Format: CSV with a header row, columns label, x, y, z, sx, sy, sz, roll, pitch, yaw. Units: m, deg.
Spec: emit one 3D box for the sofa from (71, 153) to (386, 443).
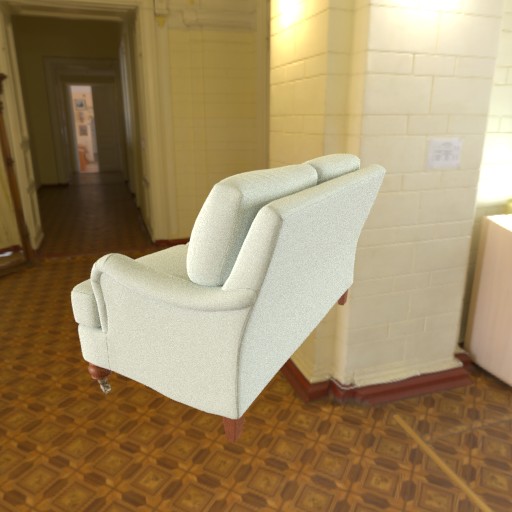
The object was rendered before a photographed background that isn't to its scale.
label,x,y,z,sx,sy,sz,roll,pitch,yaw
sofa,0.000,0.000,2.586,1.084,1.101,1.853,8,19,25
